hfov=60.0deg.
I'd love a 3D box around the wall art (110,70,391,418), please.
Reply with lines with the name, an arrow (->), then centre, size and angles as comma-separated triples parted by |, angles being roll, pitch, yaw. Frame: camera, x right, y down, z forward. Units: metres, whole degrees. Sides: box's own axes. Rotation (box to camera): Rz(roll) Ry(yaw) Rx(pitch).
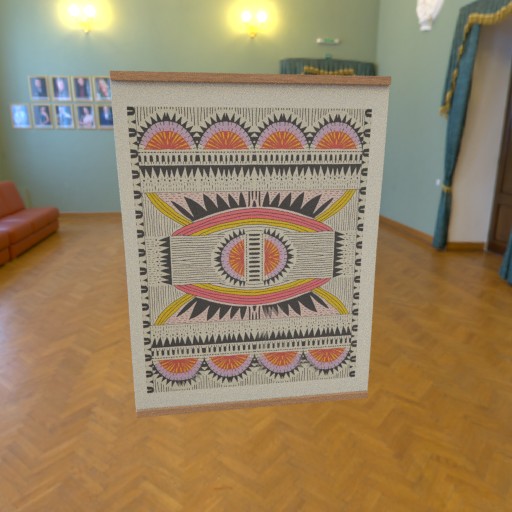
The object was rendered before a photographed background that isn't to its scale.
wall art -> 0.000, 0.000, 1.328 | 0.765, 1.016, 0.028 | -2, 15, -8
